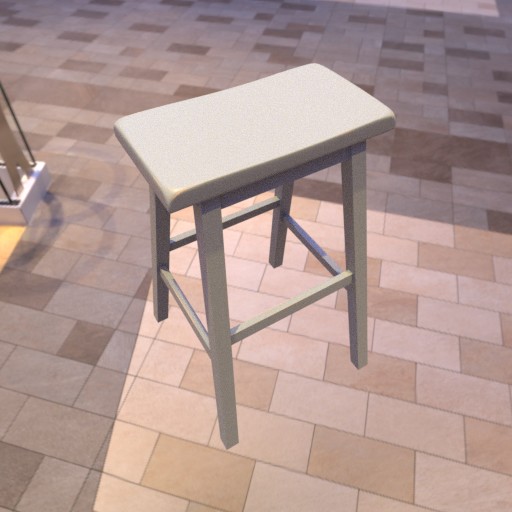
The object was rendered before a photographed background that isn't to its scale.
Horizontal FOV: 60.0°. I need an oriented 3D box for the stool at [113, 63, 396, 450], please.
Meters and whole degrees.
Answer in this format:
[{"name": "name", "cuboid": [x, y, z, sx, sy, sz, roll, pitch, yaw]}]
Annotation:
[{"name": "stool", "cuboid": [0.000, 0.000, 1.052, 0.457, 0.737, 0.476, -24, 52, -20]}]
